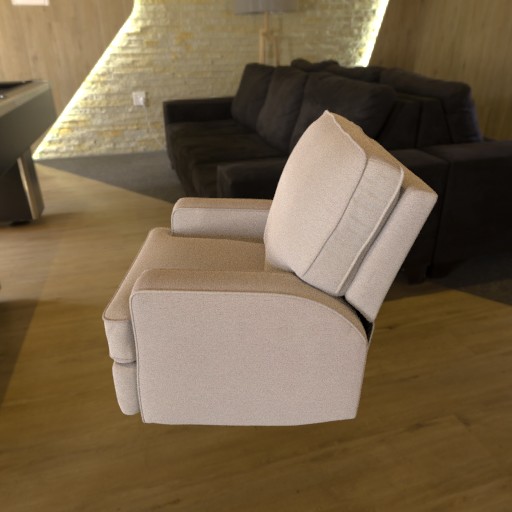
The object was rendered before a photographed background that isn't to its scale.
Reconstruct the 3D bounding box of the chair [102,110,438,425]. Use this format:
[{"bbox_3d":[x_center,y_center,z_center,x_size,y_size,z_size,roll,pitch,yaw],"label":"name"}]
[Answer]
[{"bbox_3d":[0.000,0.000,1.656,0.969,0.964,0.861,0,26,0],"label":"chair"}]
